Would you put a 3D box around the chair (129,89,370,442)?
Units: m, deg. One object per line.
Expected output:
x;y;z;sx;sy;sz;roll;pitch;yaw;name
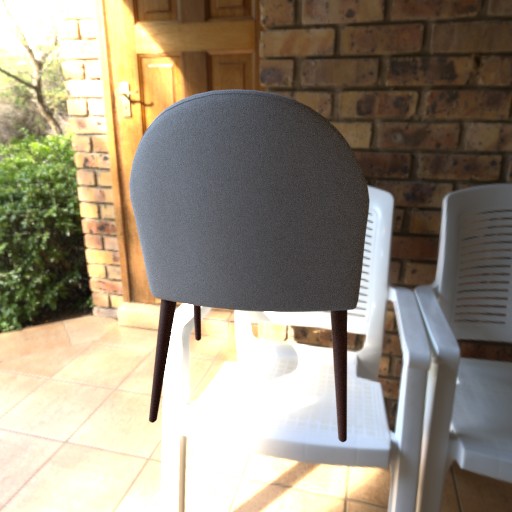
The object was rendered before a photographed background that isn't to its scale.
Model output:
0.000;0.000;1.301;0.610;0.889;0.620;3;18;8;chair
